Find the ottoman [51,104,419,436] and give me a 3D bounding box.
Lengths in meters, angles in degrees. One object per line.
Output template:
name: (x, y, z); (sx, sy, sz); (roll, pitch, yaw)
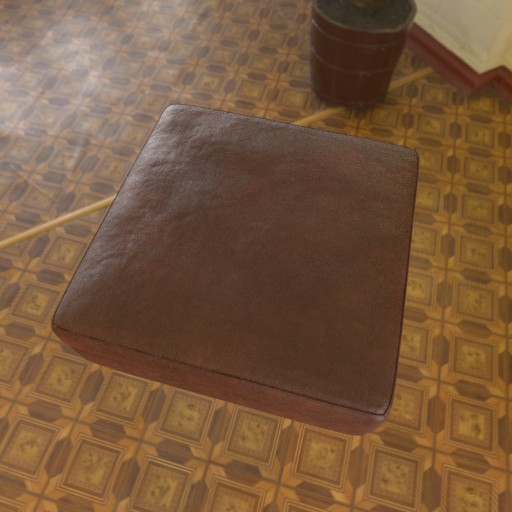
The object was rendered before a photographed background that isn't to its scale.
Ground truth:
ottoman: (0.000, 0.000, 1.325); (0.836, 0.415, 0.844); (13, 60, 8)
